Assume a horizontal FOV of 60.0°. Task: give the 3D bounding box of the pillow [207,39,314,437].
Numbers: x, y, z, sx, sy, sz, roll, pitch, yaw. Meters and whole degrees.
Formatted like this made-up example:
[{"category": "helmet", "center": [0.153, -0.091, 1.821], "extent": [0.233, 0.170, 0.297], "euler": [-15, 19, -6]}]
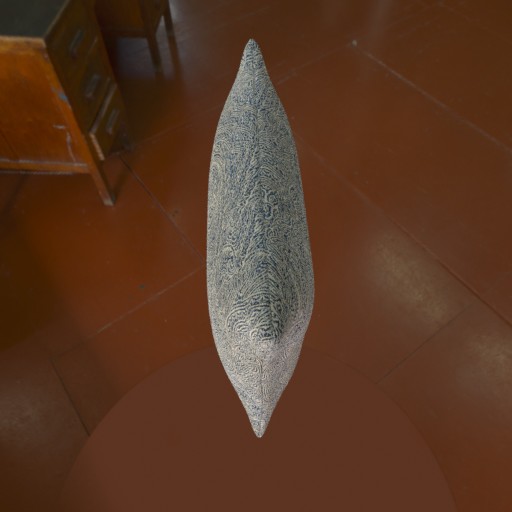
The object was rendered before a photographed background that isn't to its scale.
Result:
[{"category": "pillow", "center": [0.000, 0.000, 0.789], "extent": [0.166, 0.510, 0.523], "euler": [-2, 58, -1]}]
